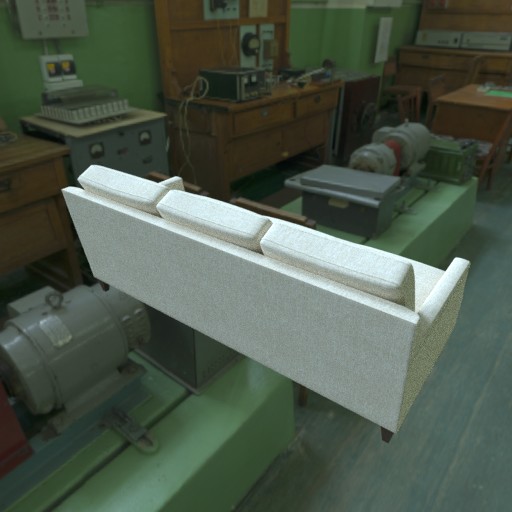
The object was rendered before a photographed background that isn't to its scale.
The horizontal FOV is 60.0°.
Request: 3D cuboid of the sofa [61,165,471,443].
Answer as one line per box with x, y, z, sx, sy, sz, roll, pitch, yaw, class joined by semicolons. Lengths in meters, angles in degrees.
0.000;0.000;2.684;2.210;0.940;1.041;20;36;31;sofa
